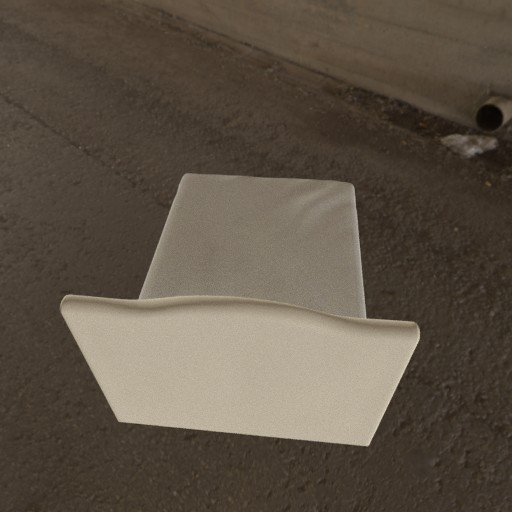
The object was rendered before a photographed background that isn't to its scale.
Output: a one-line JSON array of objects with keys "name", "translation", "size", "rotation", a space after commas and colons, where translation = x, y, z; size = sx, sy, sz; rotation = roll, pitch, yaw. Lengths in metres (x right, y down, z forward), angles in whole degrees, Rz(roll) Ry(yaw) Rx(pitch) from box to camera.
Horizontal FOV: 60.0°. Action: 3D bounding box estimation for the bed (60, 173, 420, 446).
[{"name": "bed", "translation": [0.000, 0.000, 3.294], "size": [1.753, 1.460, 2.143], "rotation": [4, 46, 4]}]
